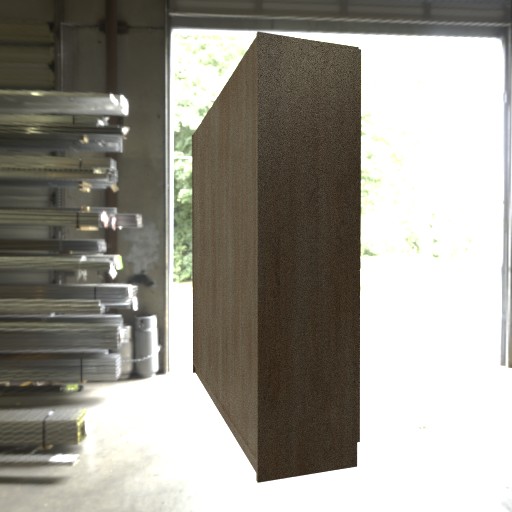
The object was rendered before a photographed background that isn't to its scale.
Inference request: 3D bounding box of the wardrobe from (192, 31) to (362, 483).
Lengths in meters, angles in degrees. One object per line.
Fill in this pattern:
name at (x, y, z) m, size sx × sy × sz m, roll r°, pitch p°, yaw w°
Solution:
wardrobe at (0.000, 0.000, 3.157) m, size 0.598 × 2.159 × 1.998 m, roll 0°, pitch 1°, yaw -17°
